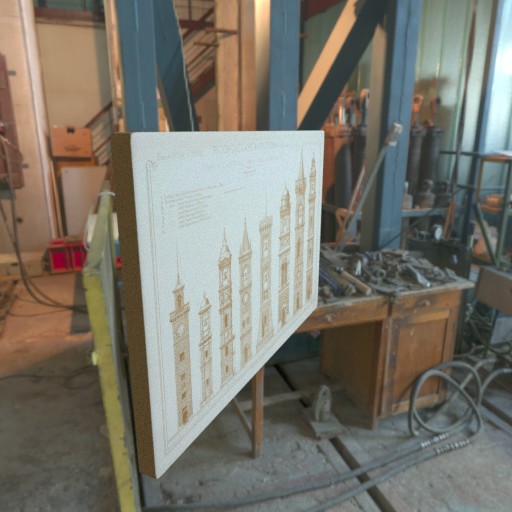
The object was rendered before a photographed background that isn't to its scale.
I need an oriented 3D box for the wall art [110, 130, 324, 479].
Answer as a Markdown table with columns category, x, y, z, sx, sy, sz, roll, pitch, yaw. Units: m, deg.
| category | x | y | z | sx | sy | sz | roll | pitch | yaw |
| --- | --- | --- | --- | --- | --- | --- | --- | --- | --- |
| wall art | 0.000 | 0.000 | 0.468 | 0.019 | 0.254 | 0.380 | 8 | 18 | 25 |
